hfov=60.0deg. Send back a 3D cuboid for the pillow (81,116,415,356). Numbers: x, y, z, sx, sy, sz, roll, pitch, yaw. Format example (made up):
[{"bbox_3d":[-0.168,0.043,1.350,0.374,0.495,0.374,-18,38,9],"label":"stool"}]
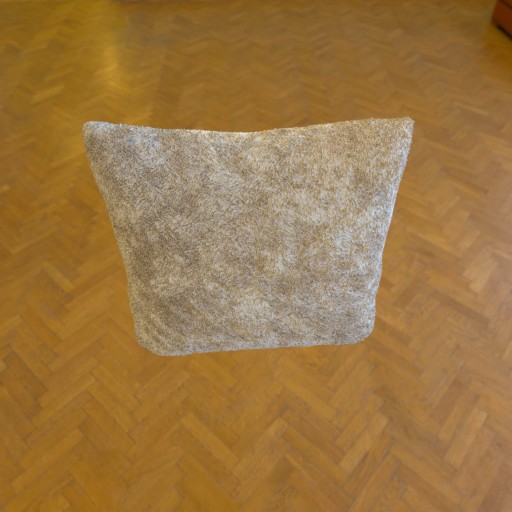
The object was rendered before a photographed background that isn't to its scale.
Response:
[{"bbox_3d":[0.000,0.000,0.830,0.529,0.515,0.218,-3,47,-3],"label":"pillow"}]
